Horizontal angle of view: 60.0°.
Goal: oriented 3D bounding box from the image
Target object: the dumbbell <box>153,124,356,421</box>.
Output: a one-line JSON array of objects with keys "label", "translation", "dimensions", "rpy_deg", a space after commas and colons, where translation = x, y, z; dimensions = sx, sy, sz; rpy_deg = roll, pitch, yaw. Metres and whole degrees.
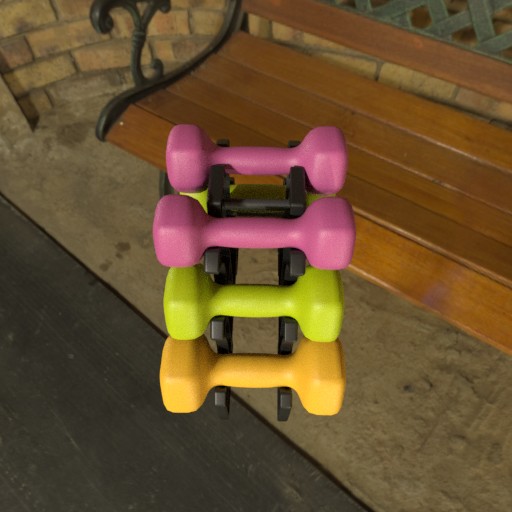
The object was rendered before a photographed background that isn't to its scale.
[{"label": "dumbbell", "translation": [0.000, 0.000, 0.471], "dimensions": [0.190, 0.271, 0.300], "rpy_deg": [1, 59, 1]}]
